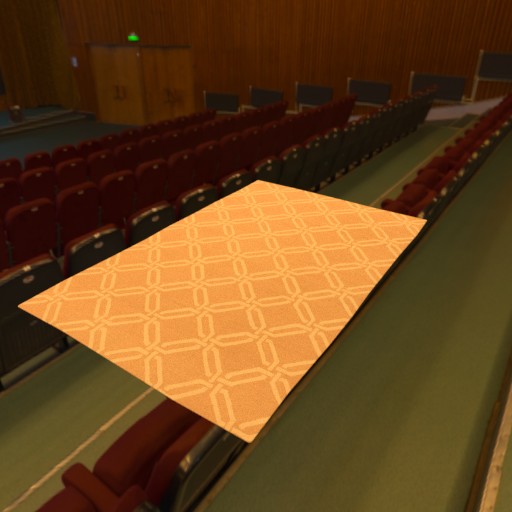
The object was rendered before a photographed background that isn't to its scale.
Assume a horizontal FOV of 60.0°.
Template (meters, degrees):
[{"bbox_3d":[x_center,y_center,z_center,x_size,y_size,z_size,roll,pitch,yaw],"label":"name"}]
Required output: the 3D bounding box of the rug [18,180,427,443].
[{"bbox_3d":[0.000,0.000,2.121,1.146,0.010,1.745,19,35,29],"label":"rug"}]
